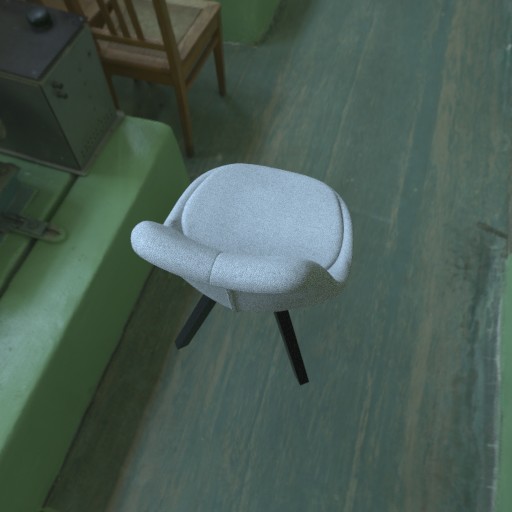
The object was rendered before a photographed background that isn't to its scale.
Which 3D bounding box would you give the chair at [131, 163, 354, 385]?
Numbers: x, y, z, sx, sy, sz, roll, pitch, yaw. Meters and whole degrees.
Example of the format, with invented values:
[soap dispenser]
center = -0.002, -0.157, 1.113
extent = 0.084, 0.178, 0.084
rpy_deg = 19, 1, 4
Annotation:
[chair]
center = 0.000, 0.000, 1.175
extent = 0.485, 0.850, 0.550
rpy_deg = 14, 63, 7
